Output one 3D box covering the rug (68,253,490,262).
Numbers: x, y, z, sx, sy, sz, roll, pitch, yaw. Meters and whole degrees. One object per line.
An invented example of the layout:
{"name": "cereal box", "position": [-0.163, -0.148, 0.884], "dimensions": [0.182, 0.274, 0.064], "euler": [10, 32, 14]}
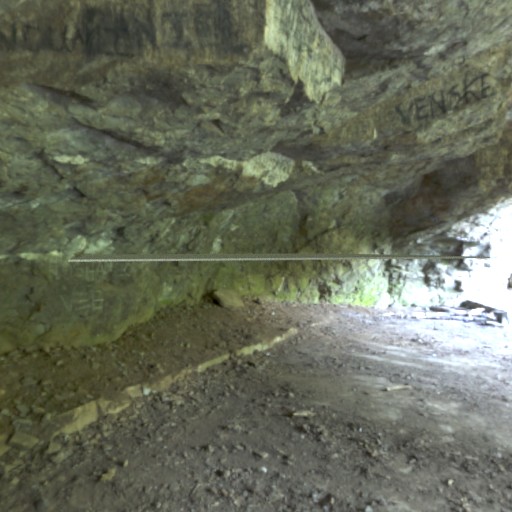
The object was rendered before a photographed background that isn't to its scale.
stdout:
{"name": "rug", "position": [0.000, 0.000, 3.507], "dimensions": [2.584, 0.011, 2.073], "euler": [0, 1, -18]}
